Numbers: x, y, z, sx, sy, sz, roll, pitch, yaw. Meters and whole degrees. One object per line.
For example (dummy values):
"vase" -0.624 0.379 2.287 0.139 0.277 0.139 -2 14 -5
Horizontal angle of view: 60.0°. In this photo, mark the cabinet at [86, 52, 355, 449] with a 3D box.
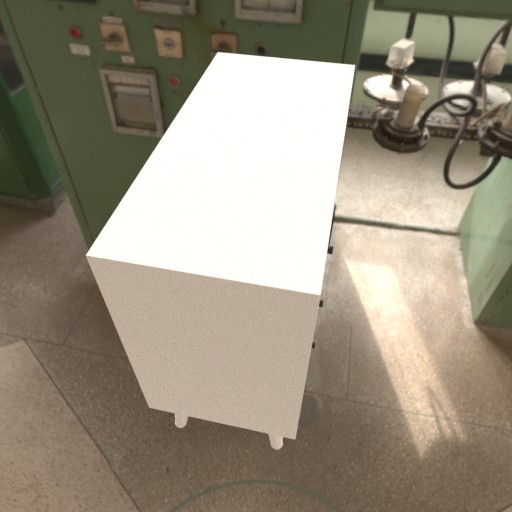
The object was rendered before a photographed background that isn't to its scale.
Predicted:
"cabinet" 0.000 0.000 1.240 0.398 0.761 0.800 9 48 8
